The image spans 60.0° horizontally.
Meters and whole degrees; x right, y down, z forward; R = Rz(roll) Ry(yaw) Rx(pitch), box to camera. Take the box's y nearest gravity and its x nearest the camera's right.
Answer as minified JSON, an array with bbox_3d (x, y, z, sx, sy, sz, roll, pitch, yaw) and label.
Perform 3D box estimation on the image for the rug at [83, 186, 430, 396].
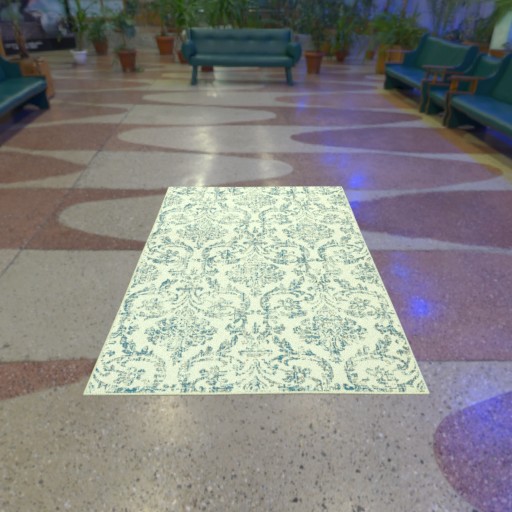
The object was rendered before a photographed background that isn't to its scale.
[{"bbox_3d":[0.000,0.000,3.483,1.819,0.018,2.746,0,32,0],"label":"rug"}]
